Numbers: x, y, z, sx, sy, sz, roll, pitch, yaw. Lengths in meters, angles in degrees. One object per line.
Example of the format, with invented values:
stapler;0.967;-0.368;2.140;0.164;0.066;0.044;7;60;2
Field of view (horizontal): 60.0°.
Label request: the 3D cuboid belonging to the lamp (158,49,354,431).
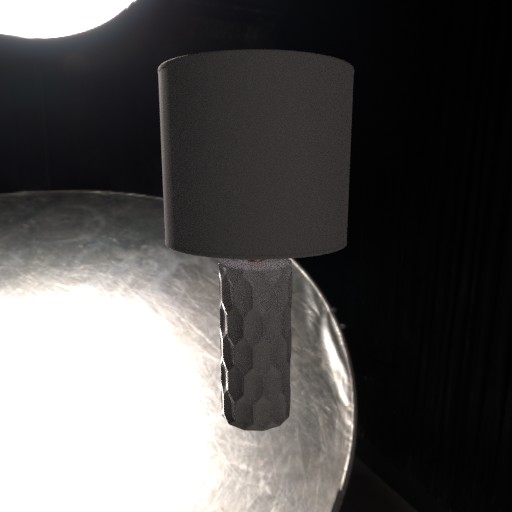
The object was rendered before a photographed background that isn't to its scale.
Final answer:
lamp;0.000;0.000;0.692;0.277;0.537;0.277;-6;13;-26
